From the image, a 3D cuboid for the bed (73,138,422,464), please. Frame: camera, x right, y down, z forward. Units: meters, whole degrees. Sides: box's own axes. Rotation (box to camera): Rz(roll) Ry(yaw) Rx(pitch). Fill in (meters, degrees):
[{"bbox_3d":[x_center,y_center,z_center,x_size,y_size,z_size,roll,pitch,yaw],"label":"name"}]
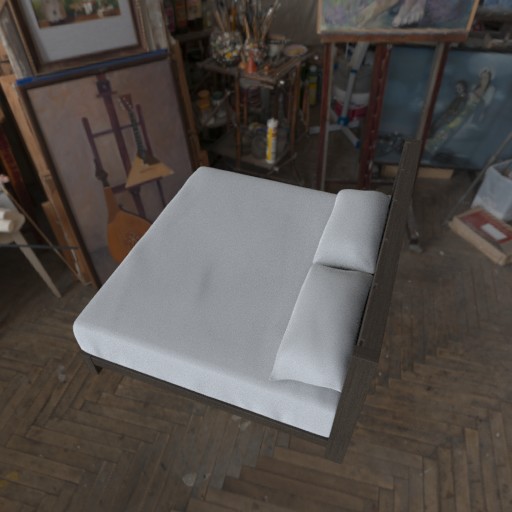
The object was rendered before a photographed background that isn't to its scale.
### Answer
[{"bbox_3d":[0.000,0.000,3.483,2.012,1.270,2.134,15,47,14],"label":"bed"}]
